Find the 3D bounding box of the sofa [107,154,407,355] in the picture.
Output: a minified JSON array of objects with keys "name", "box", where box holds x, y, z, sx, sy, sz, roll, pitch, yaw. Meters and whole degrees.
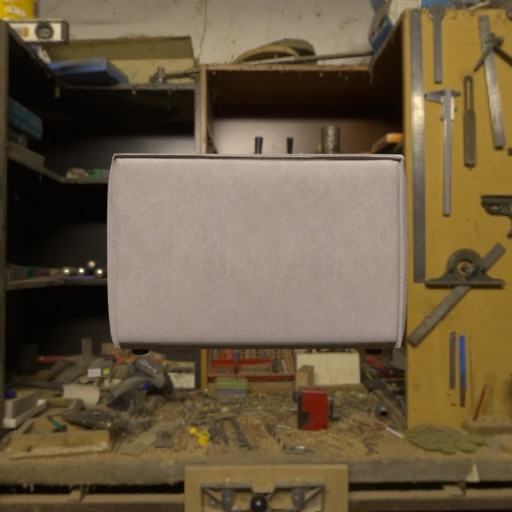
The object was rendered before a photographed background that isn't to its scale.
[{"name":"sofa","box":[0.000,0.000,2.429,1.038,0.680,1.995,0,0,0]}]
